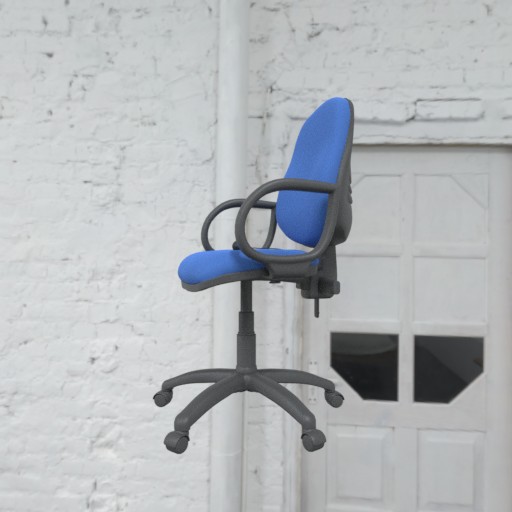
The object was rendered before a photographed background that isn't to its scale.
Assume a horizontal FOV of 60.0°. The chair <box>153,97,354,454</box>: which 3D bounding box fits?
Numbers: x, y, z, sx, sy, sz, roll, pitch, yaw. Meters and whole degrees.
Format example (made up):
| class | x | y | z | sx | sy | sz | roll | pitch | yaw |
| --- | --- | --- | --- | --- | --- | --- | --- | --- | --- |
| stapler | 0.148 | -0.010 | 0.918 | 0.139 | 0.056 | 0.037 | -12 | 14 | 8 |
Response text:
| class | x | y | z | sx | sy | sz | roll | pitch | yaw |
| --- | --- | --- | --- | --- | --- | --- | --- | --- | --- |
| chair | 0.000 | 0.000 | 1.253 | 0.549 | 0.905 | 0.552 | 0 | 1 | -18 |
